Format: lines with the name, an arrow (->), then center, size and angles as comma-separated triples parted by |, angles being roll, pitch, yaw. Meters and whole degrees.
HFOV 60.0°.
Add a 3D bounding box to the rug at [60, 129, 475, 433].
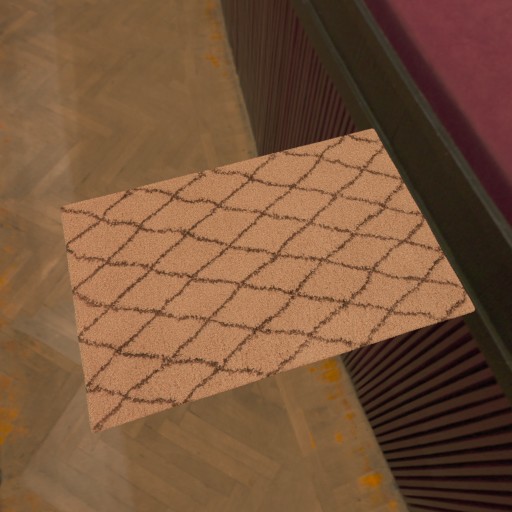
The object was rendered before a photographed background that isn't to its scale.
rug -> 0.000, 0.000, 3.368 | 2.743, 0.030, 1.778 | -16, 65, -8
